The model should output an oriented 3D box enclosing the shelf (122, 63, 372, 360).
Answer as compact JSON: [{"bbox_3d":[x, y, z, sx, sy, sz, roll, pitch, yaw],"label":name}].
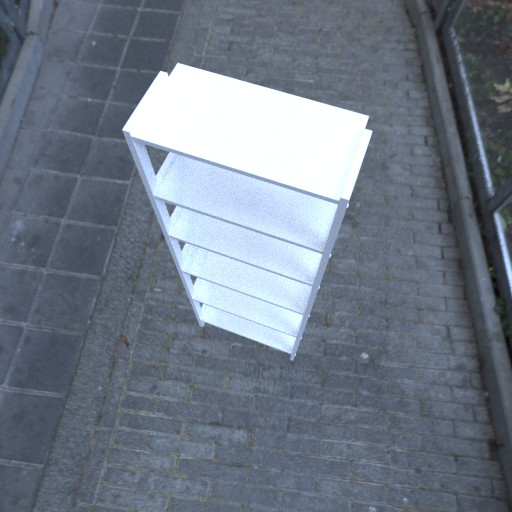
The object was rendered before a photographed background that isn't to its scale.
[{"bbox_3d":[0.000,0.000,2.113,0.660,1.892,0.381,19,66,9],"label":"shelf"}]
